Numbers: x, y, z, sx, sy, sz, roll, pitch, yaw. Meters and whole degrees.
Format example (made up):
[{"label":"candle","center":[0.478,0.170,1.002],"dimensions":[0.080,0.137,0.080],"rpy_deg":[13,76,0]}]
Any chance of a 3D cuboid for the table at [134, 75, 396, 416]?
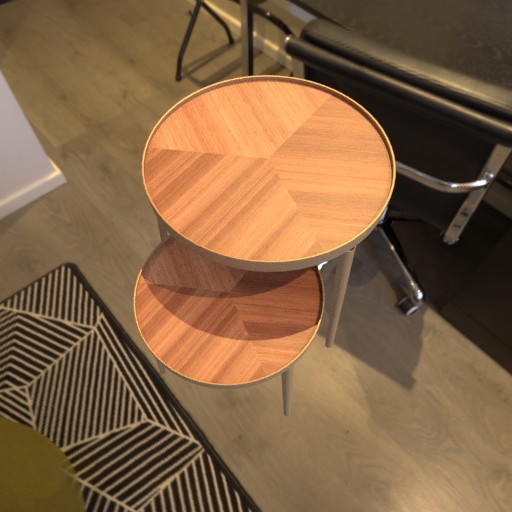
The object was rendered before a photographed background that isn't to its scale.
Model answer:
[{"label":"table","center":[0.000,0.000,1.130],"dimensions":[0.532,0.555,0.751],"rpy_deg":[16,59,10]}]
